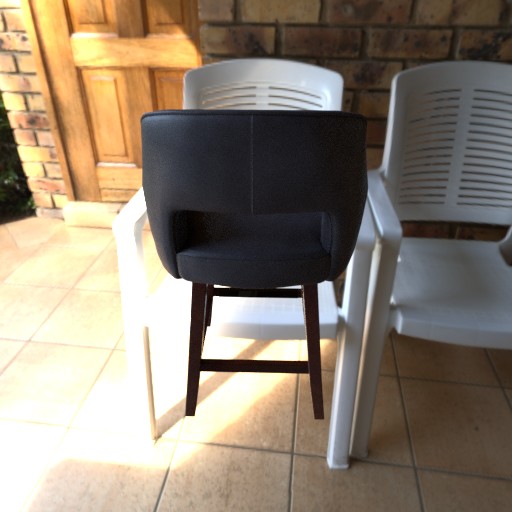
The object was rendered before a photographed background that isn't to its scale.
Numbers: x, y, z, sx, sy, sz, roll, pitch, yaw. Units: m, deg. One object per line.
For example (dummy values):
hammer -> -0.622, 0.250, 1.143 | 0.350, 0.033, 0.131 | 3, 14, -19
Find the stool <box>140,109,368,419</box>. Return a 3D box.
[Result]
stool -> 0.000, 0.000, 1.259 | 0.550, 0.936, 0.560 | 1, 32, 1
